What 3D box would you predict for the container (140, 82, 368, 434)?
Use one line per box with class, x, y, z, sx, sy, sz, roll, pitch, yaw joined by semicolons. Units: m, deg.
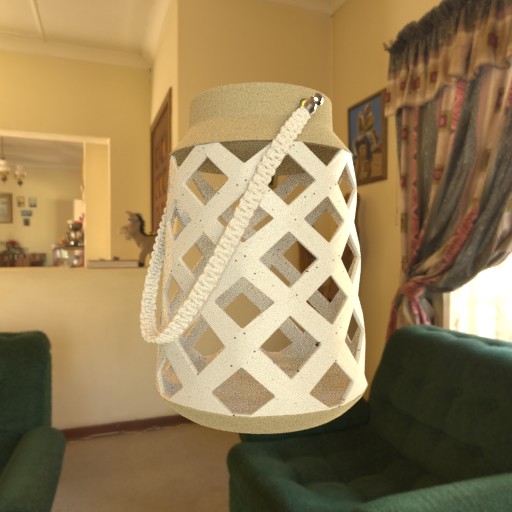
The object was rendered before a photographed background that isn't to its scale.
container;0.000;0.000;0.342;0.172;0.229;0.163;-1;1;-36
